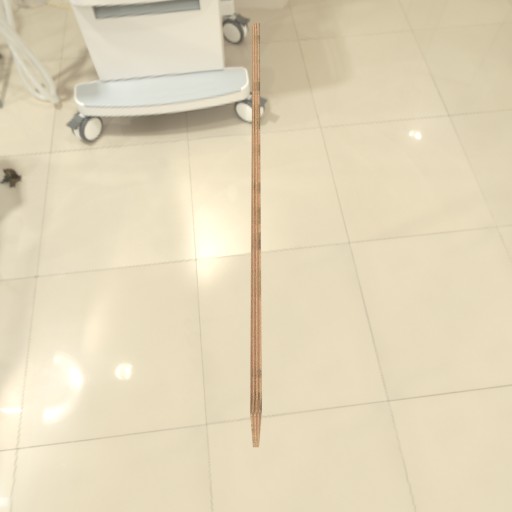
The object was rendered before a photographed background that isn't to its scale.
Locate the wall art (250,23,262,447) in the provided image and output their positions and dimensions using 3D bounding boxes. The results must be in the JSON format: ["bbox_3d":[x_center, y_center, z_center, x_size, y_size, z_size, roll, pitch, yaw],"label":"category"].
[{"bbox_3d":[0.000,0.000,0.673,0.010,0.408,0.508,0,63,0],"label":"wall art"}]
